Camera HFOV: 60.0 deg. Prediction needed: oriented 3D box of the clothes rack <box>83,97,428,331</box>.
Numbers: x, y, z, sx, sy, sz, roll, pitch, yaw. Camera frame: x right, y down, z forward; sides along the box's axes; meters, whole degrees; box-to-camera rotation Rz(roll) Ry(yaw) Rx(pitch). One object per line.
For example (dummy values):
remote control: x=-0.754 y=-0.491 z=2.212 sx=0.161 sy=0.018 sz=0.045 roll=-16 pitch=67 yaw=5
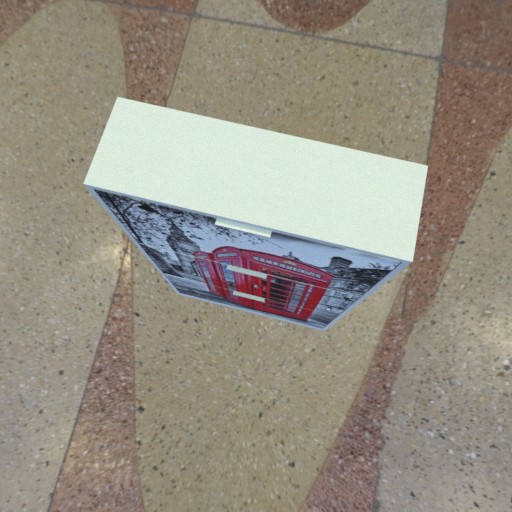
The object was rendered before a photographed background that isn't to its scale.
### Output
clothes rack: x=0.000 y=0.000 z=1.621 sx=0.750 sy=1.280 sz=0.250 roll=14 pitch=74 yaw=4
